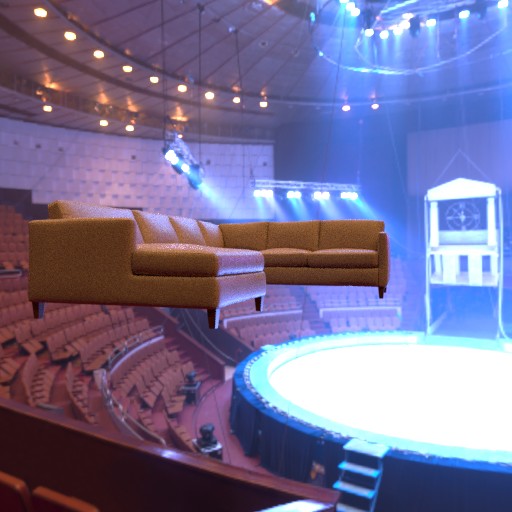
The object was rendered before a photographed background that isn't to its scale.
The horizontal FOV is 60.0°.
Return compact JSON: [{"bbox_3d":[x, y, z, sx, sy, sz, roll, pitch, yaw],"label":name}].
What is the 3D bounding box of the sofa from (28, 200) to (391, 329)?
[{"bbox_3d":[0.000,0.000,4.594,2.594,0.961,3.460,0,0,19],"label":"sofa"}]
